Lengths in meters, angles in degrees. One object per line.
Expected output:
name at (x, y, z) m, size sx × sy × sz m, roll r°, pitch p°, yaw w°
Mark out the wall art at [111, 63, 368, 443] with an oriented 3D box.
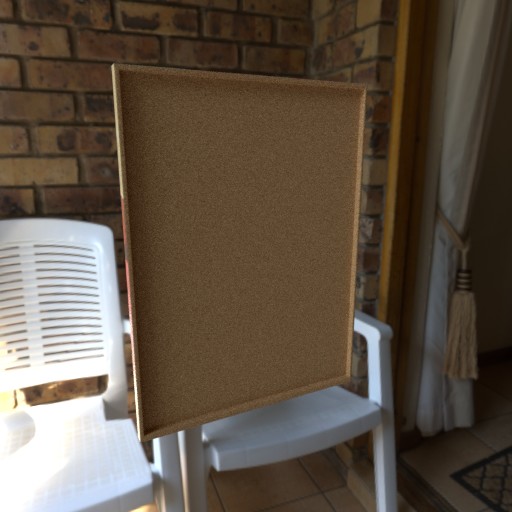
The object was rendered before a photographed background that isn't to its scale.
wall art at (0.000, 0.000, 1.334) m, size 0.762 × 1.015 × 0.031 m, roll -7°, pitch 15°, yaw -26°
